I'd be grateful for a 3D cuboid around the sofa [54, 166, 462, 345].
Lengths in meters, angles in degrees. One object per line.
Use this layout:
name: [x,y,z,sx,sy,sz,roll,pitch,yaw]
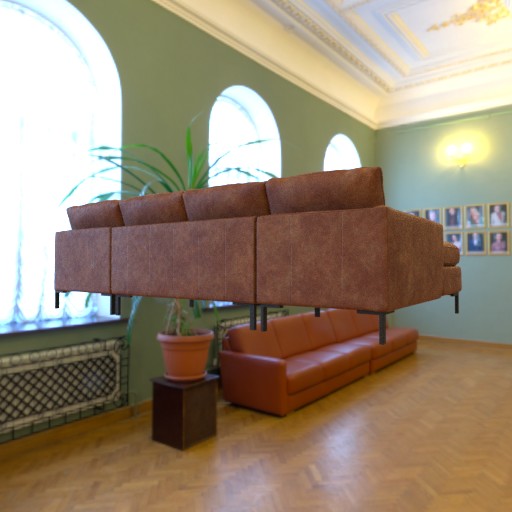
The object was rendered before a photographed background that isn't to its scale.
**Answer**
sofa: [0.000,0.000,3.718,2.956,0.900,1.939,-1,-1,36]
